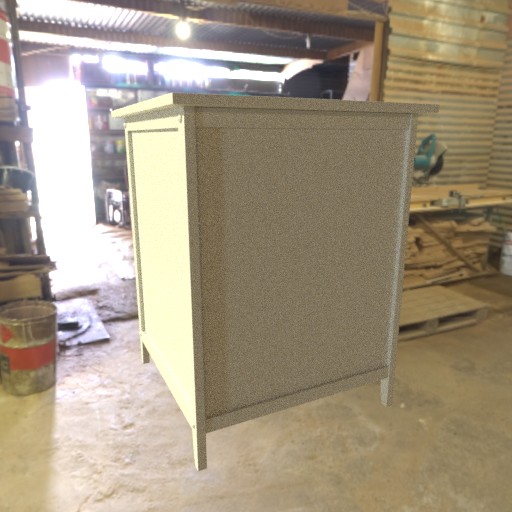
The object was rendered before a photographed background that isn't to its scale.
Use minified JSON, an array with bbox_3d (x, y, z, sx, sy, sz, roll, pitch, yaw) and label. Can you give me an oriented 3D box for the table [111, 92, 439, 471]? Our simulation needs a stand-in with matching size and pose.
[{"bbox_3d":[0.000,0.000,0.760,0.381,0.483,0.381,-7,17,-26],"label":"table"}]
